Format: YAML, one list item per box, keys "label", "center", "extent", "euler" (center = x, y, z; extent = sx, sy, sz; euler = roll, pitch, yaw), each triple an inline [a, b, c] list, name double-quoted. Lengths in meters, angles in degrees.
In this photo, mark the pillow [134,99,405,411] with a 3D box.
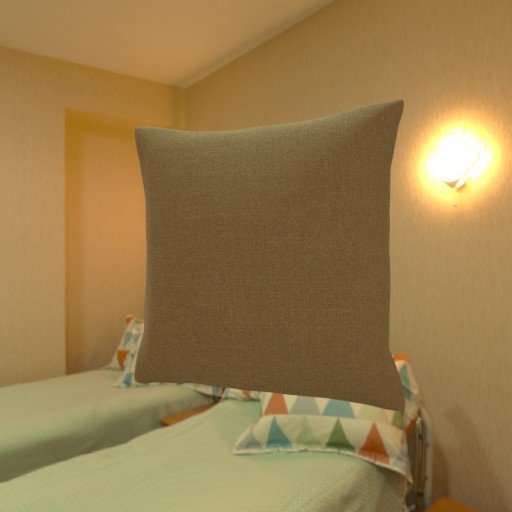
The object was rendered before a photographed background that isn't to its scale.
- label: "pillow"
  center: [0.000, 0.000, 0.799]
  extent: [0.512, 0.506, 0.178]
  euler: [0, 1, 18]
